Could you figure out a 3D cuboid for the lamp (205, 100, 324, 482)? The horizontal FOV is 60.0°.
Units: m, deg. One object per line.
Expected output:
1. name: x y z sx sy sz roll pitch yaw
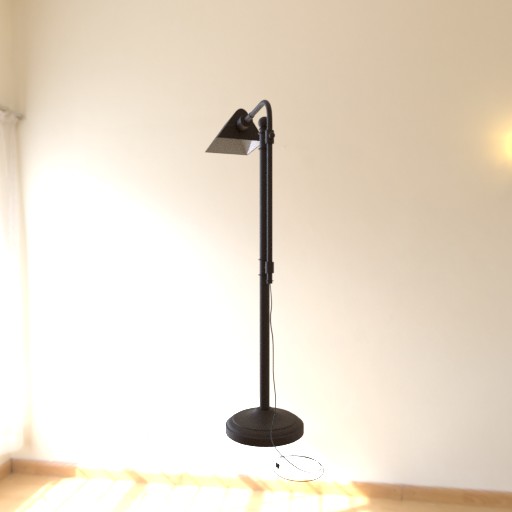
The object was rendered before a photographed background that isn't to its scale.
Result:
1. lamp: 0.000 0.000 0.954 0.159 0.708 0.545 0 0 -17
